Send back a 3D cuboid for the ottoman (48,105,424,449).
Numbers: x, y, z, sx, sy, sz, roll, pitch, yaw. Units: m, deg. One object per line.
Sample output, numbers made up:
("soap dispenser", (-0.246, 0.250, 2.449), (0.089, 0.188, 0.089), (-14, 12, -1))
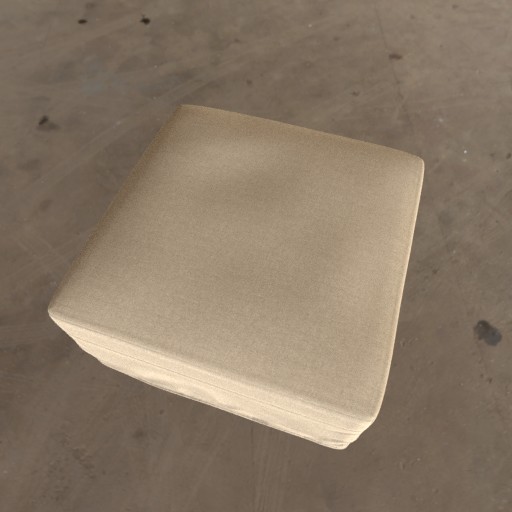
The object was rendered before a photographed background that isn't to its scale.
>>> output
("ottoman", (0.000, 0.000, 1.351), (0.840, 0.436, 0.843), (16, 59, 10))
